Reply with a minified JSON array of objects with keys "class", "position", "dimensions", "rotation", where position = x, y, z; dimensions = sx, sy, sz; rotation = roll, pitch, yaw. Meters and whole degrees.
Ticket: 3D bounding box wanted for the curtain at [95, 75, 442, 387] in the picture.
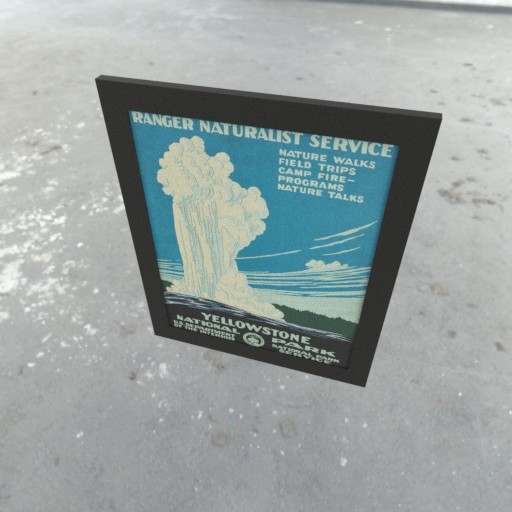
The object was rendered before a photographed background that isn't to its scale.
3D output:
[{"class":"curtain","position":[0.000,0.000,0.795],"dimensions":[0.483,0.585,0.027],"rotation":[11,42,13]}]
